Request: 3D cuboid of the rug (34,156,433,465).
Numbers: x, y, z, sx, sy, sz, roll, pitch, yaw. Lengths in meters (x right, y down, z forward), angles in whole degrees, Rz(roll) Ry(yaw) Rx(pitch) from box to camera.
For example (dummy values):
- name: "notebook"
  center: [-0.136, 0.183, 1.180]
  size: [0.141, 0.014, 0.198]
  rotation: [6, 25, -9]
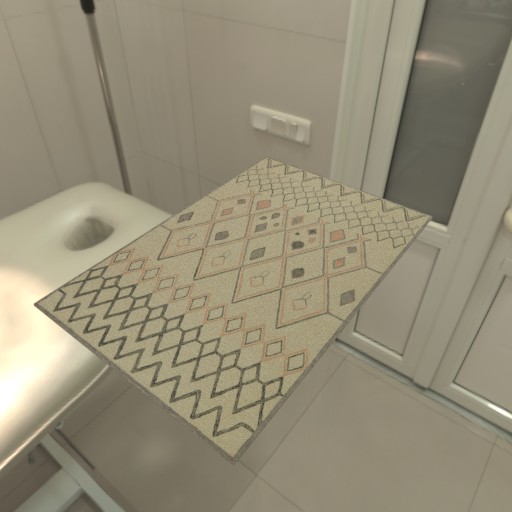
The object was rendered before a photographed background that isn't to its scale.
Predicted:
- name: "rug"
  center: [0.000, 0.000, 2.338]
  size: [1.219, 0.016, 1.829]
  rotation: [27, 47, 28]
